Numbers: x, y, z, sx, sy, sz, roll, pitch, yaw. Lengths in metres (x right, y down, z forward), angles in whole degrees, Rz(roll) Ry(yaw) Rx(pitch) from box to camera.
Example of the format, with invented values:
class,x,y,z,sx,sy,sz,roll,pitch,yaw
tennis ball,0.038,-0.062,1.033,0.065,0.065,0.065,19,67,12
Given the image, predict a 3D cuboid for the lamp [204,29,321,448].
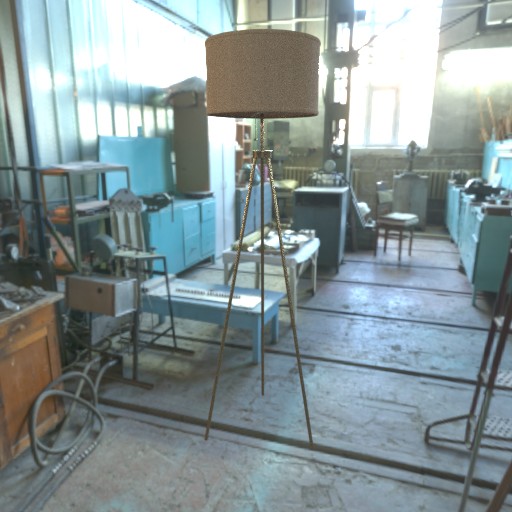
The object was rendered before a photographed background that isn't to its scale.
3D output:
class,x,y,z,sx,sy,sz,roll,pitch,yaw
lamp,0.000,0.000,1.744,0.460,1.545,0.449,-7,16,-25
